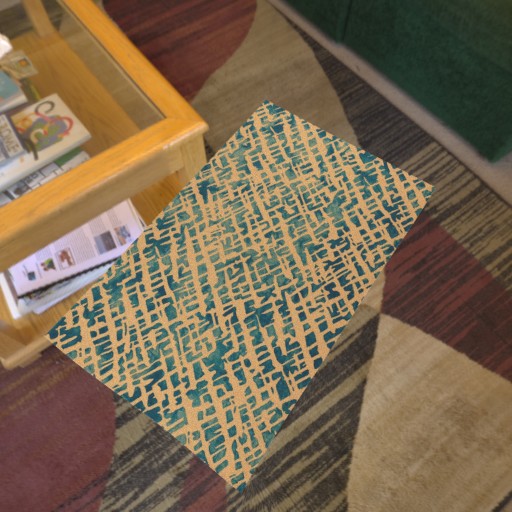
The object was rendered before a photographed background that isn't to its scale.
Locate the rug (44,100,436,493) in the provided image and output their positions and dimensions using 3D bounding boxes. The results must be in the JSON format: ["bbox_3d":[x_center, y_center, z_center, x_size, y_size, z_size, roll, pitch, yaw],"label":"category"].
[{"bbox_3d":[0.000,0.000,3.019,1.520,0.011,2.447,32,68,15],"label":"rug"}]
